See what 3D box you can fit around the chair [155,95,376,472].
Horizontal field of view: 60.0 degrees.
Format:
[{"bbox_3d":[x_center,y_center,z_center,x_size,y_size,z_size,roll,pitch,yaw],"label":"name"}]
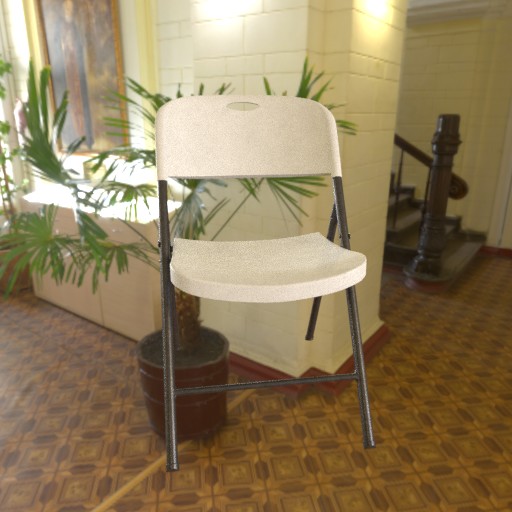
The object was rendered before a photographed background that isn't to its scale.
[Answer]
[{"bbox_3d":[0.000,0.000,1.155,0.494,0.810,0.566,-3,18,-8],"label":"chair"}]
